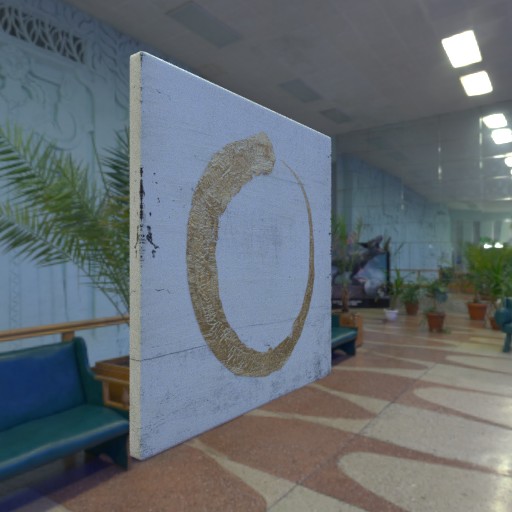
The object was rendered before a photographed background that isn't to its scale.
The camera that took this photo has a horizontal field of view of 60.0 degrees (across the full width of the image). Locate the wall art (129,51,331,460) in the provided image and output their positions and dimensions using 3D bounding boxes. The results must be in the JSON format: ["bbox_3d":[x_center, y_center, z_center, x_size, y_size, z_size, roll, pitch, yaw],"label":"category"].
[{"bbox_3d":[0.000,0.000,1.134,0.038,0.762,0.762,0,0,37],"label":"wall art"}]
